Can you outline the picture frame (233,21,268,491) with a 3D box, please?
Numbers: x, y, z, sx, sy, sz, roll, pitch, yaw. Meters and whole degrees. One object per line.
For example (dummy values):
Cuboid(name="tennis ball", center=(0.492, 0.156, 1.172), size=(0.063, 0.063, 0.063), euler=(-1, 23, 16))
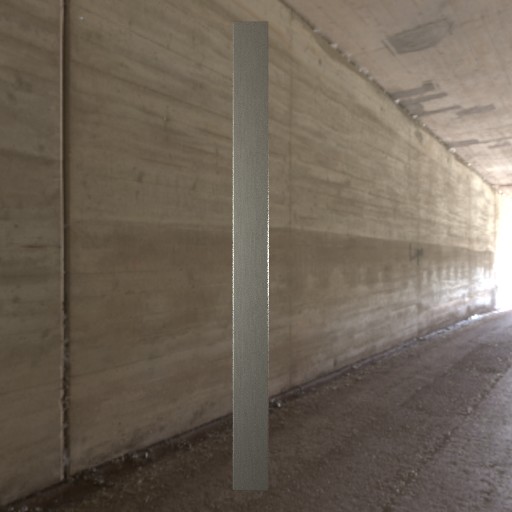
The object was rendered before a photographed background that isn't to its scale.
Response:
Cuboid(name="picture frame", center=(0.000, 0.000, 1.332), size=(0.073, 0.968, 0.839), euler=(0, 0, 2))
